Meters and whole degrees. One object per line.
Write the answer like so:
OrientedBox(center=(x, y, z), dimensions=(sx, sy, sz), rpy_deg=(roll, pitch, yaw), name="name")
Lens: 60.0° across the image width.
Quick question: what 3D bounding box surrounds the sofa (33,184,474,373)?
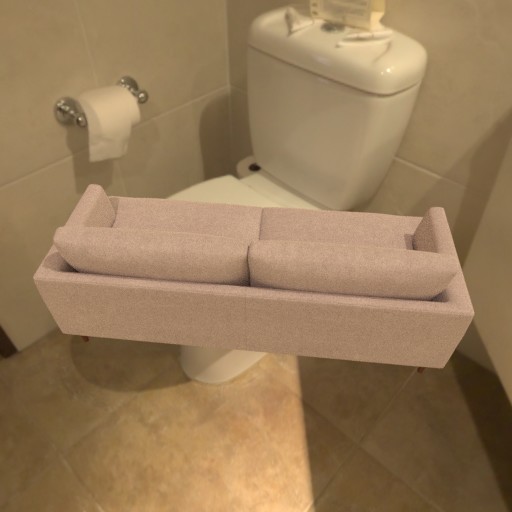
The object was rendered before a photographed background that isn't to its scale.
OrientedBox(center=(0.000, 0.000, 2.717), dimensions=(2.250, 0.868, 1.020), rpy_deg=(4, 46, 4), name="sofa")
